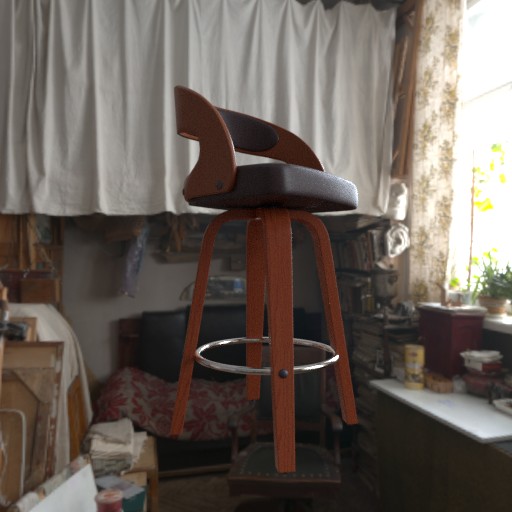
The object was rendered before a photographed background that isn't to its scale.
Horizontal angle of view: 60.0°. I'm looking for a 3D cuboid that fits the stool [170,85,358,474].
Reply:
[{"bbox_3d":[0.000,0.000,1.212,0.457,0.940,0.457,0,1,36],"label":"stool"}]
